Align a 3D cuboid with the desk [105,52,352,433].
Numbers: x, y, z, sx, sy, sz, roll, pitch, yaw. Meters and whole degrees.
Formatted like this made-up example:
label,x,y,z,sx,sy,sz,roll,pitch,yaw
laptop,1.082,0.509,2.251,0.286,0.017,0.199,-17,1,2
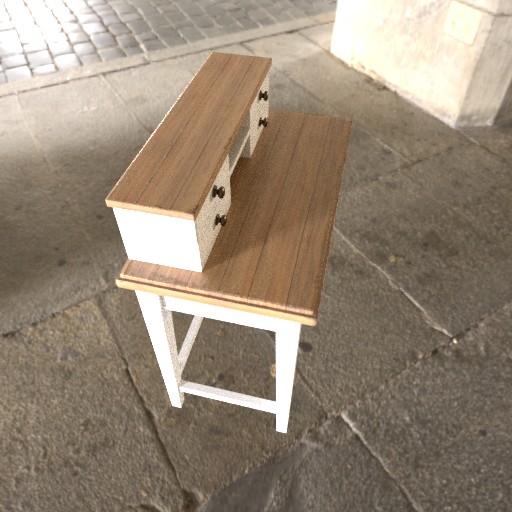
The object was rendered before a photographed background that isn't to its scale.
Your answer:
label,x,y,z,sx,sy,sz,roll,pitch,yaw
desk,0.000,0.000,1.452,0.462,0.981,0.814,10,48,9
